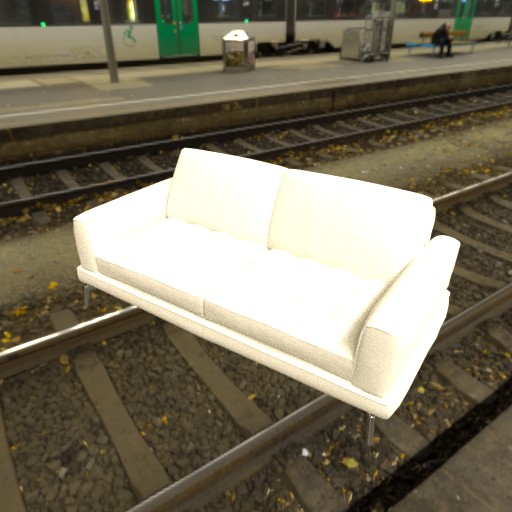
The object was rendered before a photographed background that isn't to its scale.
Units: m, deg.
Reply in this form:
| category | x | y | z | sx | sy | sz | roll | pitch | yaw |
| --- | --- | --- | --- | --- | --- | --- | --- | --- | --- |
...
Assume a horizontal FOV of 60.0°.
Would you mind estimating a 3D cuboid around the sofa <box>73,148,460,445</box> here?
| category | x | y | z | sx | sy | sz | roll | pitch | yaw |
| --- | --- | --- | --- | --- | --- | --- | --- | --- | --- |
| sofa | 0.000 | 0.000 | 2.721 | 2.177 | 0.930 | 1.121 | 18 | 34 | 29 |
